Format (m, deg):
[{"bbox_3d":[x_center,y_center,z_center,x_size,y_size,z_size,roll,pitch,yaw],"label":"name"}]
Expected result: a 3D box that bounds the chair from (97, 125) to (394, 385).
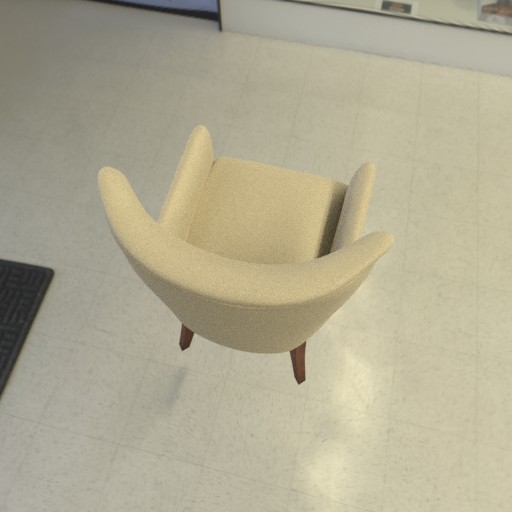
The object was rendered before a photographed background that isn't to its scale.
[{"bbox_3d":[0.000,0.000,1.413,0.660,0.952,0.686,14,63,7],"label":"chair"}]
